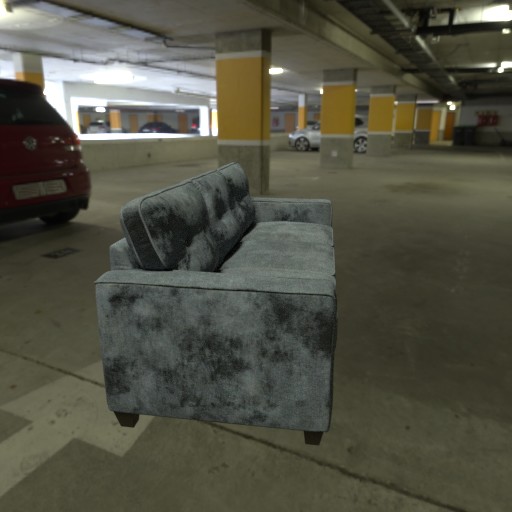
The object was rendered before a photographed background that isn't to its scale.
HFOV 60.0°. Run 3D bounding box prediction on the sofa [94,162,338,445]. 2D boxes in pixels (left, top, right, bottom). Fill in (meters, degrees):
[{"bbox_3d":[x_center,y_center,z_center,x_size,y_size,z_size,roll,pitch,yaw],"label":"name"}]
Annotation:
[{"bbox_3d":[0.000,0.000,2.649,0.939,0.965,2.133,3,16,9],"label":"sofa"}]
